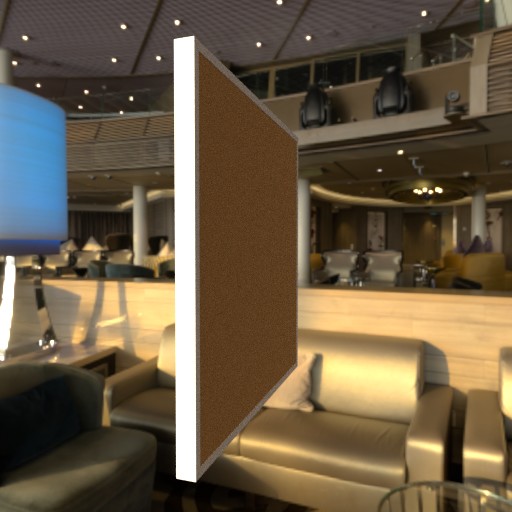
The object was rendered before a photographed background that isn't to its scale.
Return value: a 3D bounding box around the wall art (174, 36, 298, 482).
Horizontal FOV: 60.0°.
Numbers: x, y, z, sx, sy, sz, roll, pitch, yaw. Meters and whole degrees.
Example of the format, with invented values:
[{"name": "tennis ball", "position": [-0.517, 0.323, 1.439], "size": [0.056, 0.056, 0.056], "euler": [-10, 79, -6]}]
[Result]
[{"name": "wall art", "position": [0.000, 0.000, 1.123], "size": [0.038, 0.762, 0.762], "euler": [1, 2, 19]}]
